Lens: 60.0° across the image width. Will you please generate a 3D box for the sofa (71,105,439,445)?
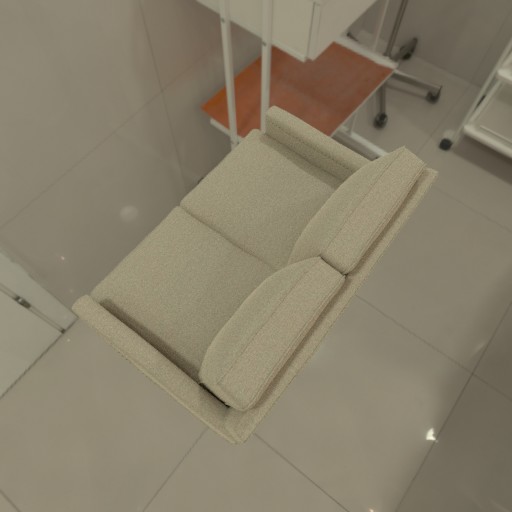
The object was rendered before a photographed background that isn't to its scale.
[{"bbox_3d":[0.000,0.000,2.307,1.084,1.003,1.597,35,69,15],"label":"sofa"}]
